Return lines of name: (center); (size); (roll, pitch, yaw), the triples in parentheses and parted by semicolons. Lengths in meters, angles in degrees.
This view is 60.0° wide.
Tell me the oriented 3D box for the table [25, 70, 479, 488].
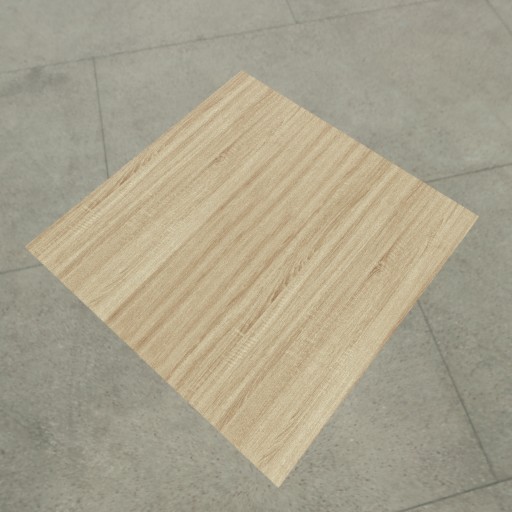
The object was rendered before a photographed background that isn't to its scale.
table: (0.000, 0.000, 1.359); (0.890, 0.305, 0.890); (38, 69, 17)
